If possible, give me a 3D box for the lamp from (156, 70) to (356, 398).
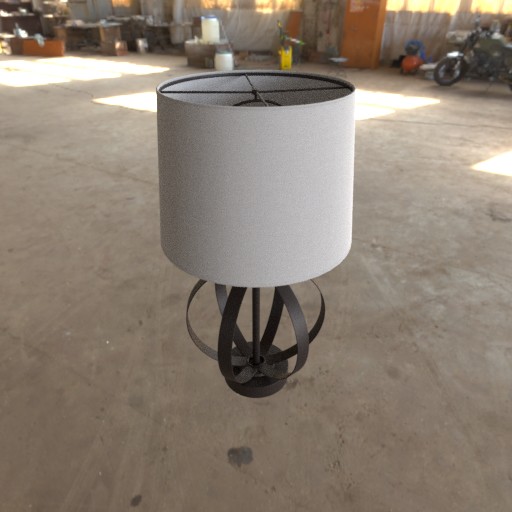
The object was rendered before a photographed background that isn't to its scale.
[{"bbox_3d":[0.000,0.000,0.698,0.286,0.510,0.286,0,31,0],"label":"lamp"}]
